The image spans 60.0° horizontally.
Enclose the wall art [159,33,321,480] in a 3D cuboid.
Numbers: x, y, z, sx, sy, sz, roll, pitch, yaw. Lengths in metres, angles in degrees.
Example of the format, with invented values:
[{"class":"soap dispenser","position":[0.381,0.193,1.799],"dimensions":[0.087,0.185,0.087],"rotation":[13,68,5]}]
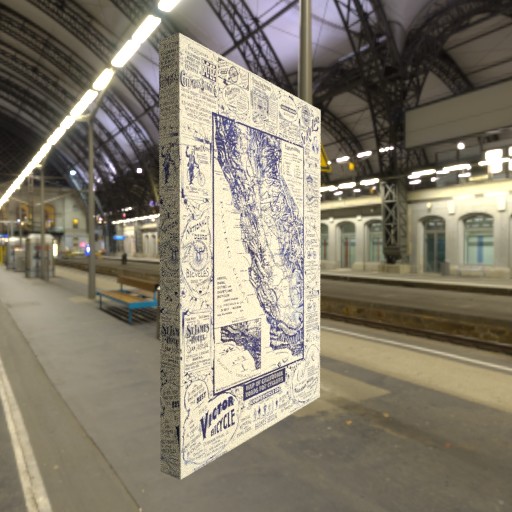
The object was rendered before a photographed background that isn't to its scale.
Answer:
[{"class":"wall art","position":[0.000,0.000,0.483],"dimensions":[0.025,0.376,0.255],"rotation":[1,1,35]}]
